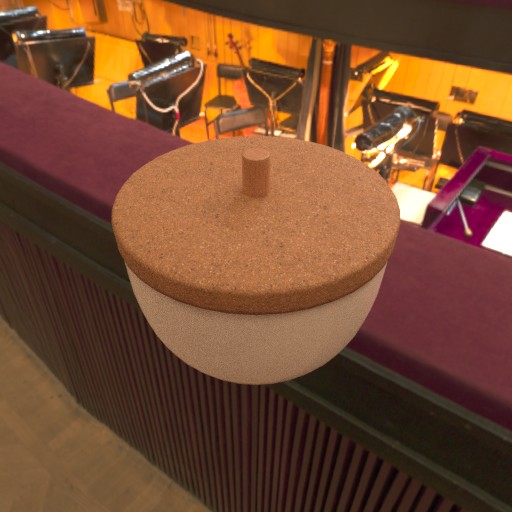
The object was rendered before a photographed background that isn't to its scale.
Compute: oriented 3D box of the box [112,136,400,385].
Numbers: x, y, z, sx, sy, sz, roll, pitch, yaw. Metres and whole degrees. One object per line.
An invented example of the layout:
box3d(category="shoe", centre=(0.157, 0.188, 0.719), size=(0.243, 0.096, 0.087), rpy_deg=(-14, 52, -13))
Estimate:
box3d(category="box", centre=(0.000, 0.000, 0.187), size=(0.107, 0.094, 0.107), rpy_deg=(0, 39, 0))
